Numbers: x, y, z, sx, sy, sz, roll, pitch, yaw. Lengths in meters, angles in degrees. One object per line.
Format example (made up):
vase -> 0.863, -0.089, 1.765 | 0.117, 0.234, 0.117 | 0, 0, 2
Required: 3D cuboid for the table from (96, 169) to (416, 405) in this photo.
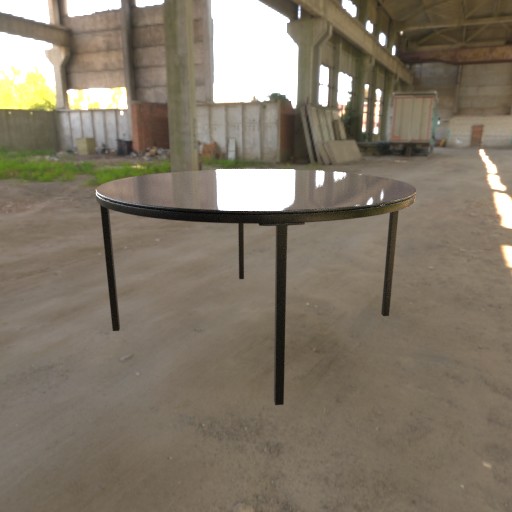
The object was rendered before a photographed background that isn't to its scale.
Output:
table -> 0.000, 0.000, 1.223 | 0.800, 0.400, 0.800 | 0, 16, 0
